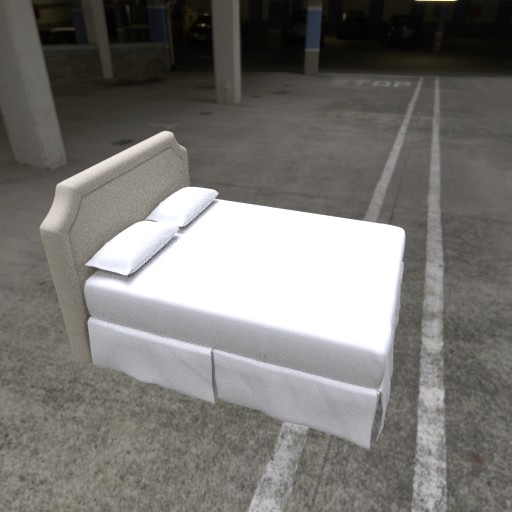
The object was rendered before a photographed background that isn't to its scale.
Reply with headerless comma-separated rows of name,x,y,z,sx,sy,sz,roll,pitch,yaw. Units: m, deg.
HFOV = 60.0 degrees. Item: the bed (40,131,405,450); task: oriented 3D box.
bed,0.000,0.000,3.177,2.116,1.290,1.693,10,32,17
